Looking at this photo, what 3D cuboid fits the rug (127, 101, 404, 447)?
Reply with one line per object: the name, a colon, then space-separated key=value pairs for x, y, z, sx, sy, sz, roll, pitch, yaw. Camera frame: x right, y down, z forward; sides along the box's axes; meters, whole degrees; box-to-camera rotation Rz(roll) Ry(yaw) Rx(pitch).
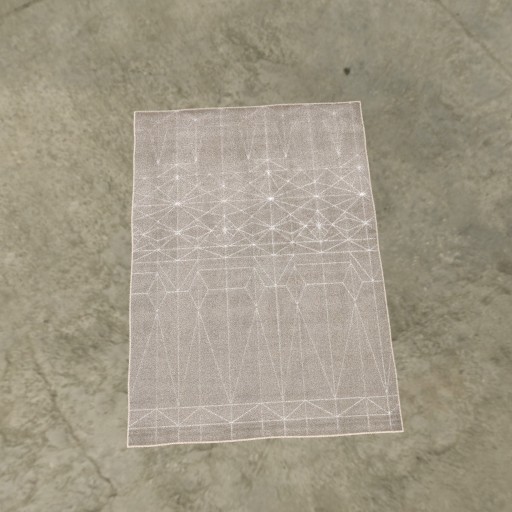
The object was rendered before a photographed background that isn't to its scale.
rug: x=0.000 y=0.000 z=4.333 sx=2.449 sy=0.019 sz=3.357 roll=-3 pitch=75 yaw=-1
